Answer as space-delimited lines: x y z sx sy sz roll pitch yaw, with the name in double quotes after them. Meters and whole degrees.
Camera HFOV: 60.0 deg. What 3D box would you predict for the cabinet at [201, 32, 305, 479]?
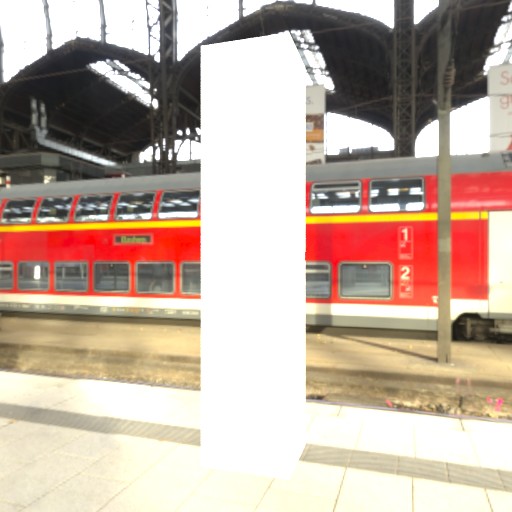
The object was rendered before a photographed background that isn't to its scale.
0.000 0.000 1.561 0.300 1.400 0.269 0 0 17 "cabinet"
